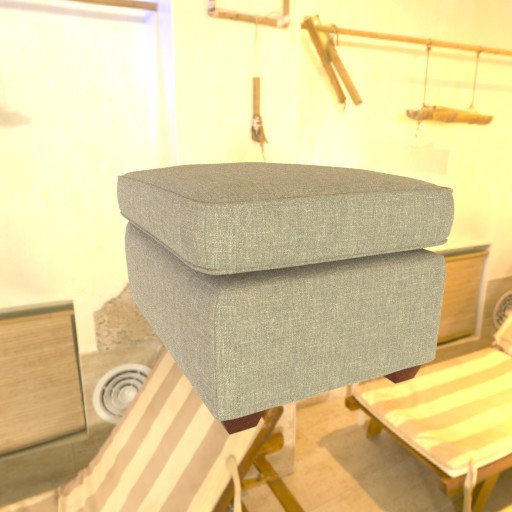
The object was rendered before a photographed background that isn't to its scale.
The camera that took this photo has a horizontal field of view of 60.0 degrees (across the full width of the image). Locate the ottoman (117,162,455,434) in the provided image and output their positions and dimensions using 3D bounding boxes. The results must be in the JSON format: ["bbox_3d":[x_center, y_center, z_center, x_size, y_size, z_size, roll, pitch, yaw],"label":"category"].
[{"bbox_3d":[0.000,0.000,1.118,0.559,0.457,0.762,-7,16,-26],"label":"ottoman"}]
